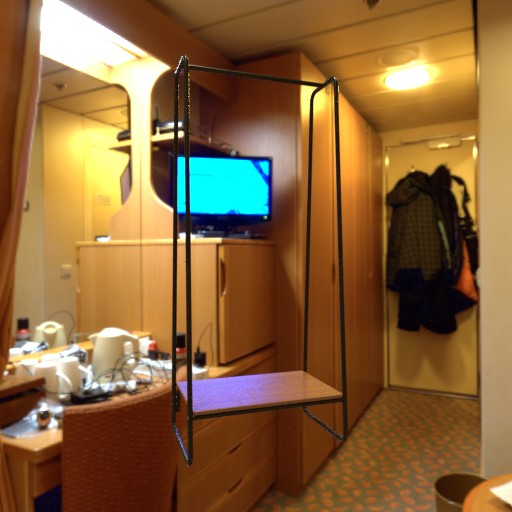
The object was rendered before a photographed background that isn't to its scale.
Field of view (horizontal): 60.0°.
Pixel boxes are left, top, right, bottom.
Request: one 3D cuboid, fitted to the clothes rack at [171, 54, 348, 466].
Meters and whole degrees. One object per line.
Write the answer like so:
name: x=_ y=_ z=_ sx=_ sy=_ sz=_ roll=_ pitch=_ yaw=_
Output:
clothes rack: x=0.000 y=0.000 z=1.831 sx=0.640 sy=1.500 sz=0.400 roll=0 pitch=0 yaw=-19
